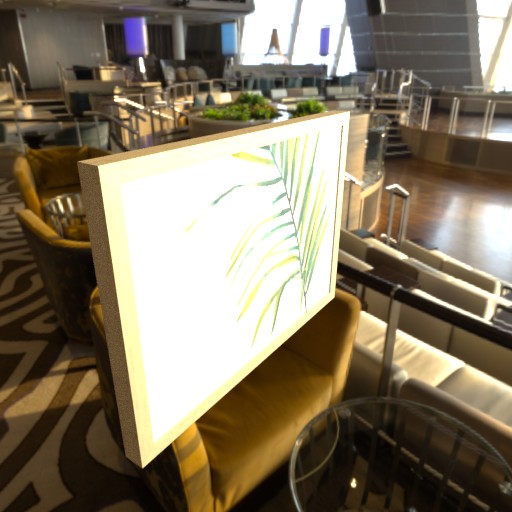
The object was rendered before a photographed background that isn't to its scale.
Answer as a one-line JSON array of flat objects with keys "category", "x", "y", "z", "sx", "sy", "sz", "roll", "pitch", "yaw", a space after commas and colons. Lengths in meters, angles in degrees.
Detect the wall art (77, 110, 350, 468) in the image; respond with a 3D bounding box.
[{"category": "wall art", "x": 0.000, "y": 0.000, "z": 0.682, "sx": 0.032, "sy": 0.380, "sz": 0.532, "roll": 16, "pitch": 29, "yaw": 32}]
